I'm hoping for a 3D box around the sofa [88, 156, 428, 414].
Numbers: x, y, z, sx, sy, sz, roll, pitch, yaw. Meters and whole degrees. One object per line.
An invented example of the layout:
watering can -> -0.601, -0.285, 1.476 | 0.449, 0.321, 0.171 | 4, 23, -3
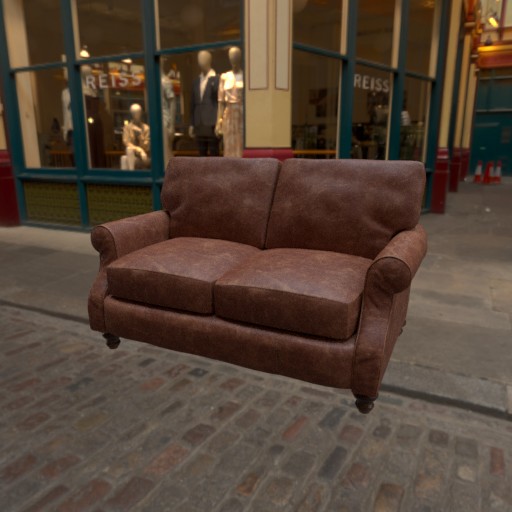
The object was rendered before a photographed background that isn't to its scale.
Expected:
sofa -> 0.000, 0.000, 2.286 | 1.616, 0.967, 0.990 | 7, 16, 25
